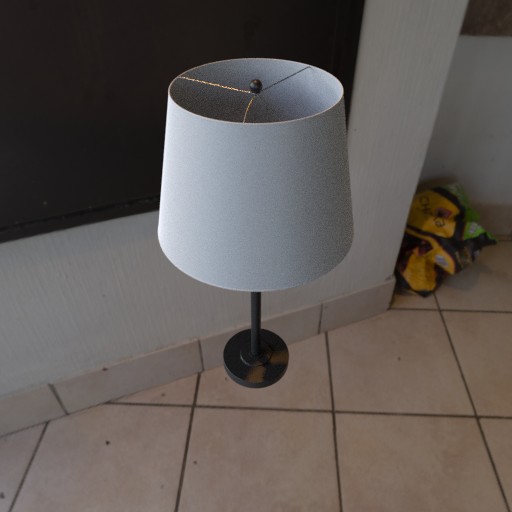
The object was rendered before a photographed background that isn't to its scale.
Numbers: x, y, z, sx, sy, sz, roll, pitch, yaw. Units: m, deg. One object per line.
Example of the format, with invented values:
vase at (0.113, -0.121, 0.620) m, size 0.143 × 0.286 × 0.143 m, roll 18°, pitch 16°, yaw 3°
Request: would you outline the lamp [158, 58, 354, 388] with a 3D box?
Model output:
lamp at (0.000, 0.000, 0.887) m, size 0.363 × 0.696 × 0.363 m, roll 0°, pitch 41°, yaw 0°
